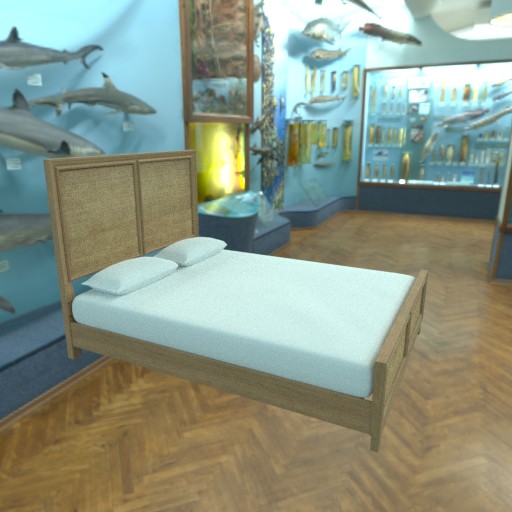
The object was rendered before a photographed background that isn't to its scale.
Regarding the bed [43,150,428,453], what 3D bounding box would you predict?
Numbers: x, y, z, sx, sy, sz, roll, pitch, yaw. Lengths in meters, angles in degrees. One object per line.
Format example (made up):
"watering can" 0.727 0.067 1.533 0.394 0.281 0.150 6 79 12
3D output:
"bed" 0.000 0.000 3.184 2.184 1.387 1.606 8 18 26
